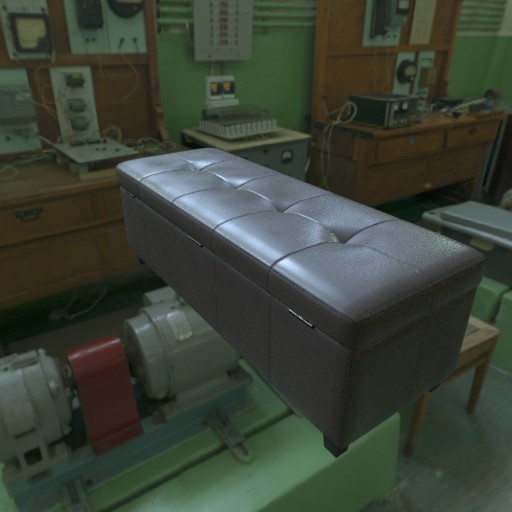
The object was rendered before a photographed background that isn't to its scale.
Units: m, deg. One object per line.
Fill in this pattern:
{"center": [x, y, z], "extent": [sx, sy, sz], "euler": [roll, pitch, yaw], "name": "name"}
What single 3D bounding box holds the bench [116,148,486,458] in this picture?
{"center": [0.000, 0.000, 1.403], "extent": [0.450, 0.417, 1.219], "euler": [-18, 32, -31], "name": "bench"}
